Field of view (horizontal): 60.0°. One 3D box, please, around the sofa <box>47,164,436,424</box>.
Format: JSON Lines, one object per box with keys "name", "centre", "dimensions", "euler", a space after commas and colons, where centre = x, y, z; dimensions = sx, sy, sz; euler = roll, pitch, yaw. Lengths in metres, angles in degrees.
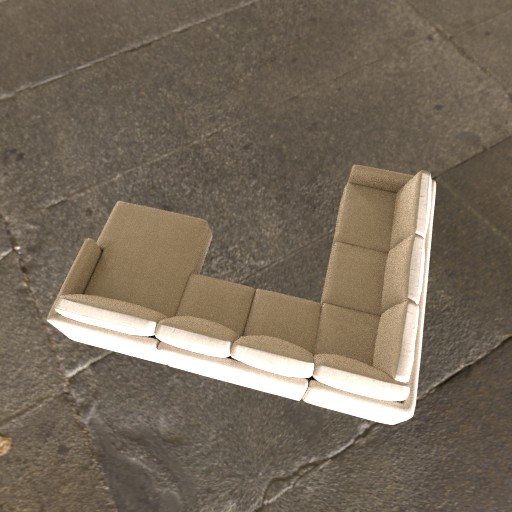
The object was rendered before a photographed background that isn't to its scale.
{"name": "sofa", "centre": [0.000, 0.000, 4.735], "dimensions": [3.460, 0.961, 2.594], "euler": [13, 64, 6]}
